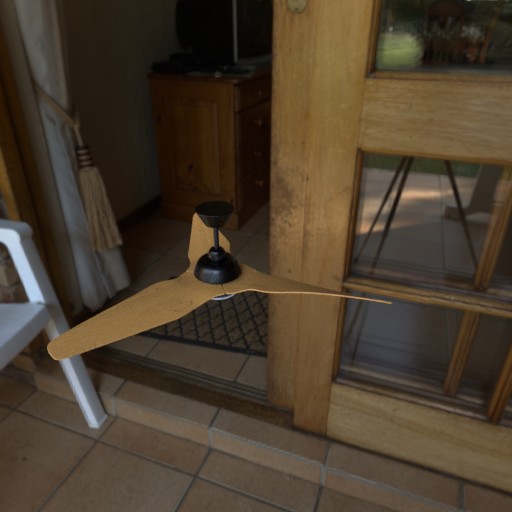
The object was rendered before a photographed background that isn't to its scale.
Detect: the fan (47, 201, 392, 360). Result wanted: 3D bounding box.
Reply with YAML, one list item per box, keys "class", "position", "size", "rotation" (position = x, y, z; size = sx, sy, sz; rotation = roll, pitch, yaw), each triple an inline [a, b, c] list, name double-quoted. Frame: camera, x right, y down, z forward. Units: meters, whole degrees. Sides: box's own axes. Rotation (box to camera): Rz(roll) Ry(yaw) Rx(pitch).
- class: "fan"
  position: [0.000, 0.000, 1.649]
  size: [1.010, 0.355, 1.142]
  rotation: [8, 30, 13]
